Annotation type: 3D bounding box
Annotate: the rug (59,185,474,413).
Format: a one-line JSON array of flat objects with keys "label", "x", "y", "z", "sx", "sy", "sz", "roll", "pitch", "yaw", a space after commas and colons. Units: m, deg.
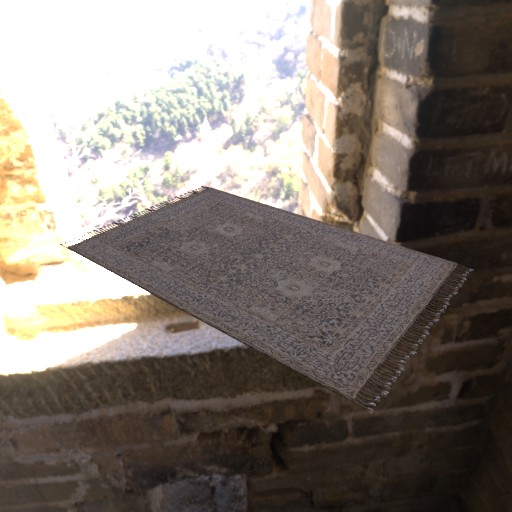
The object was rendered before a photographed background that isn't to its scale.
[{"label": "rug", "x": 0.000, "y": 0.000, "z": 2.517, "sx": 2.029, "sy": 0.010, "sz": 1.237, "roll": 21, "pitch": 36, "yaw": 32}]
